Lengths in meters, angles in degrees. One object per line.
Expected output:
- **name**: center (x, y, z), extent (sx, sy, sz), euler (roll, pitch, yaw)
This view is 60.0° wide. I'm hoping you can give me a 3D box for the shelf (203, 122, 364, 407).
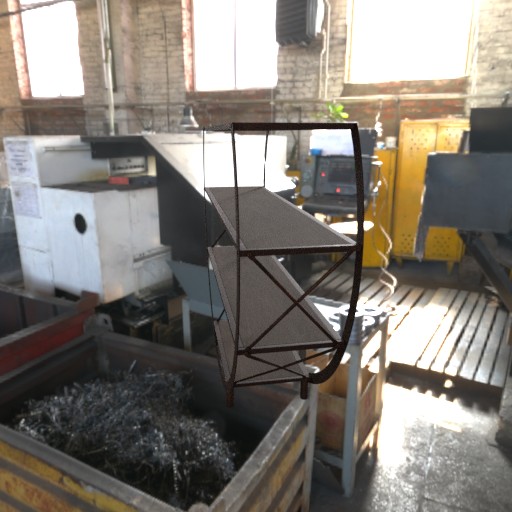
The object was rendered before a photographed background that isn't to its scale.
- **shelf**: center (0.000, 0.000, 1.885), extent (0.344, 1.063, 1.403), euler (-3, 16, -10)
